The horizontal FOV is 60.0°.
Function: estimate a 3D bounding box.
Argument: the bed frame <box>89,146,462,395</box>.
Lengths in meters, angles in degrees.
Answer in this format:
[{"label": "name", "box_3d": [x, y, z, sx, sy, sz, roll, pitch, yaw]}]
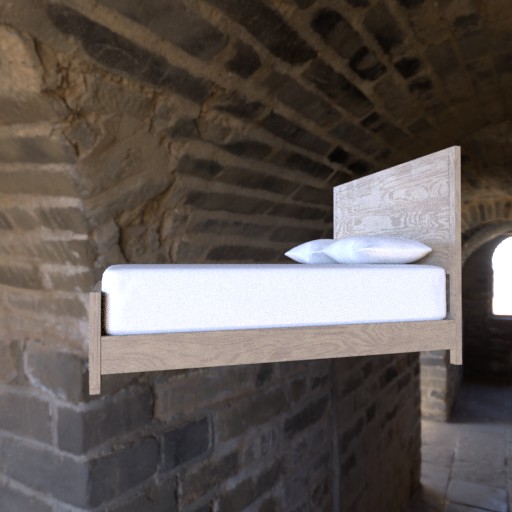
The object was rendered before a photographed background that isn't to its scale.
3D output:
[{"label": "bed frame", "box_3d": [0.000, 0.000, 3.212, 2.189, 1.369, 1.606, 0, -1, -18]}]
